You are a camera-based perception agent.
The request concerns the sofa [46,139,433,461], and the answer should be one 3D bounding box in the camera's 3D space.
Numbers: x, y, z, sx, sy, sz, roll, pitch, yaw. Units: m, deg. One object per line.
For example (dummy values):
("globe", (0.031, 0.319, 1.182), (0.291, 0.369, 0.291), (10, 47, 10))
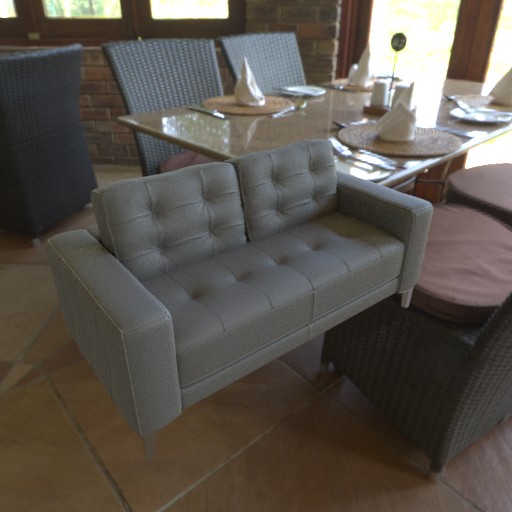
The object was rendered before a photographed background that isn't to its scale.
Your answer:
("sofa", (0.000, 0.000, 2.180), (1.726, 0.893, 0.833), (-21, 35, -32))
